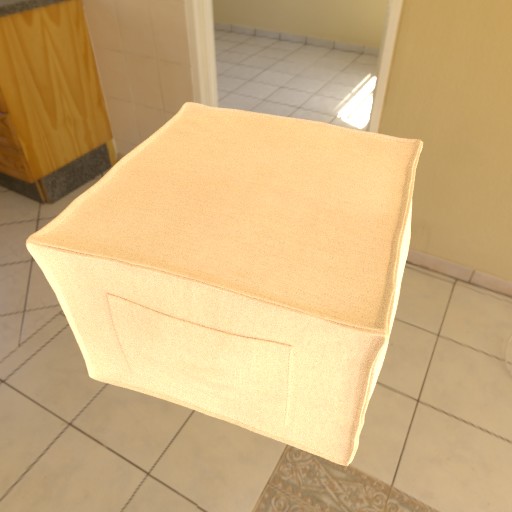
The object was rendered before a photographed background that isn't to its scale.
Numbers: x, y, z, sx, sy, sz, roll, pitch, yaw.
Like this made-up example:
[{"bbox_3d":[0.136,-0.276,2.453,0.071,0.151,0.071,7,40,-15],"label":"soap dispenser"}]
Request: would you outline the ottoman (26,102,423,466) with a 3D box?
[{"bbox_3d":[0.000,0.000,1.115,0.707,0.470,0.696,13,43,14],"label":"ottoman"}]
